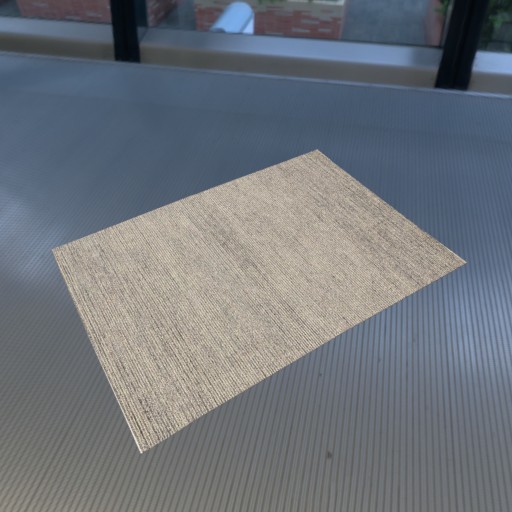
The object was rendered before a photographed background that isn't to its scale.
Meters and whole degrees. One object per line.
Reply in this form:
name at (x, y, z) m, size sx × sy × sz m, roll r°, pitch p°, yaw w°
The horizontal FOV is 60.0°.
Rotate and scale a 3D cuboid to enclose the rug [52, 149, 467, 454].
rug at (0.000, 0.000, 2.980) m, size 2.307 × 0.030 × 1.604 m, roll -25°, pitch 51°, yaw -22°
